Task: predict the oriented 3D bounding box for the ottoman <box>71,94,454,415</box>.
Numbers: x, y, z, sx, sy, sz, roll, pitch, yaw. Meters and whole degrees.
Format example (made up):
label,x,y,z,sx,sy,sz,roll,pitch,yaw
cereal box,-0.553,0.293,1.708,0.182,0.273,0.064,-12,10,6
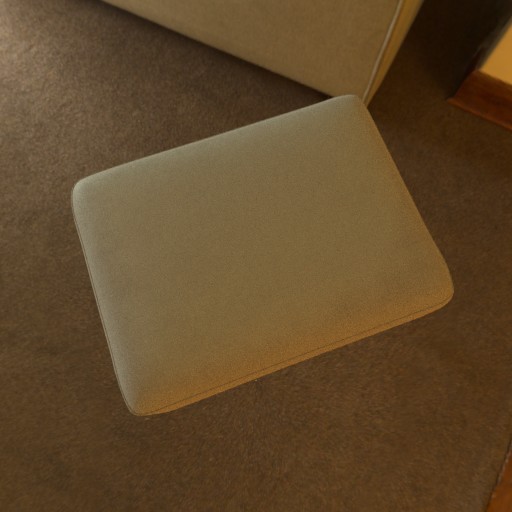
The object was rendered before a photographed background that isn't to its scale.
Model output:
label,x,y,z,sx,sy,sz,roll,pitch,yaw
ottoman,0.000,0.000,1.207,0.811,0.449,0.608,-19,75,-5
